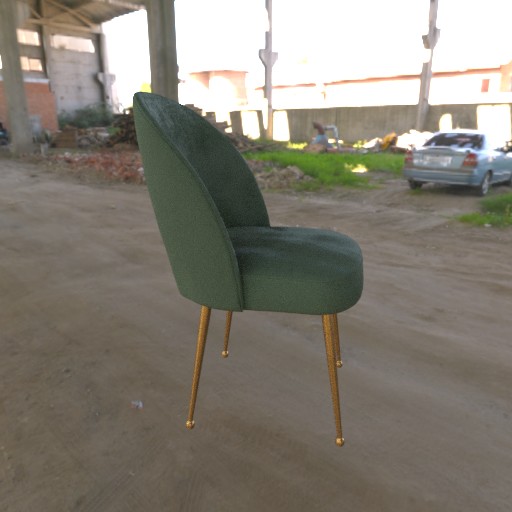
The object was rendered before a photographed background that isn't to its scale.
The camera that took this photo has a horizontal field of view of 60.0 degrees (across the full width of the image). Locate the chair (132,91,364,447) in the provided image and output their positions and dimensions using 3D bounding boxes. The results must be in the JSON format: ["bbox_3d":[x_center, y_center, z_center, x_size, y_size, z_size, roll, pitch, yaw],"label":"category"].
[{"bbox_3d":[0.000,0.000,1.230,0.577,0.860,0.527,3,16,10],"label":"chair"}]
